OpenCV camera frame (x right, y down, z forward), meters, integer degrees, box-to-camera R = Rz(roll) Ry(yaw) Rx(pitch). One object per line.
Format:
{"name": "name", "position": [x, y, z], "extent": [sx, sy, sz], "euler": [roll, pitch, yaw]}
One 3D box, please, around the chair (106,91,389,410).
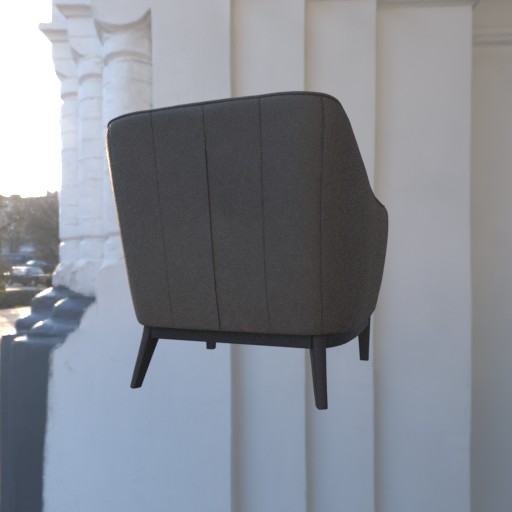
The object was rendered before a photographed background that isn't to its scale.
{"name": "chair", "position": [0.000, 0.000, 1.578], "extent": [0.871, 0.830, 0.852], "euler": [0, -1, 20]}
